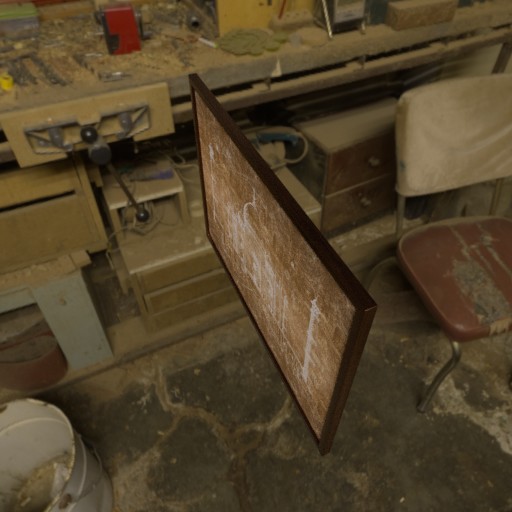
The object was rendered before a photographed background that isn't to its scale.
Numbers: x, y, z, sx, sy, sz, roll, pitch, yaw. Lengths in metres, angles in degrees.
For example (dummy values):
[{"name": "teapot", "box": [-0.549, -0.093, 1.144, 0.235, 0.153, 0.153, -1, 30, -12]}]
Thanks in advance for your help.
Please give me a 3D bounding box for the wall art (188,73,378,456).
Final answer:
[{"name": "wall art", "box": [0.000, 0.000, 0.578, 0.012, 0.304, 0.431, -18, 49, -16]}]
